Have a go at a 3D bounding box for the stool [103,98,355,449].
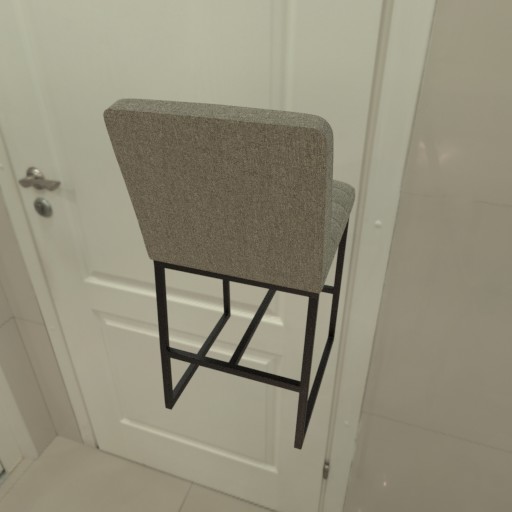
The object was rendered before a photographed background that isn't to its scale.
[{"bbox_3d":[0.000,0.000,1.265,0.460,0.940,0.560,11,33,17],"label":"stool"}]
